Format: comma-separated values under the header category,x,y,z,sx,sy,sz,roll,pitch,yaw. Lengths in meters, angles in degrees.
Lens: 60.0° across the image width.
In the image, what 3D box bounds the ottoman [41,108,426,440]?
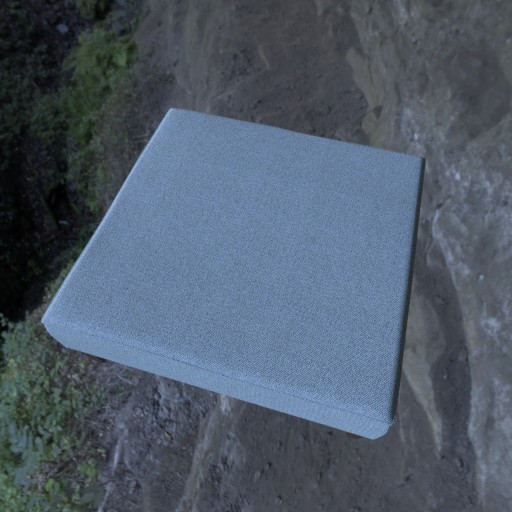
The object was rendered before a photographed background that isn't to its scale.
category,x,y,z,sx,sy,sz,roll,pitch,yaw
ottoman,0.000,0.000,1.546,1.004,0.379,0.968,14,58,9
